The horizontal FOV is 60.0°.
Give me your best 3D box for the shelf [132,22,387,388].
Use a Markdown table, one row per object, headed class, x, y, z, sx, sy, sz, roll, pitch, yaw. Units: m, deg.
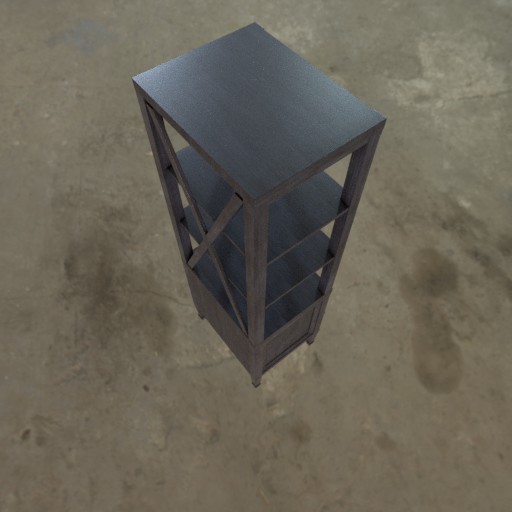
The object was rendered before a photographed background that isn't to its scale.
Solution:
| class | x | y | z | sx | sy | sz | roll | pitch | yaw |
| --- | --- | --- | --- | --- | --- | --- | --- | --- | --- |
| shelf | 0.000 | 0.000 | 1.994 | 0.472 | 1.727 | 0.584 | -34 | 64 | -19 |
